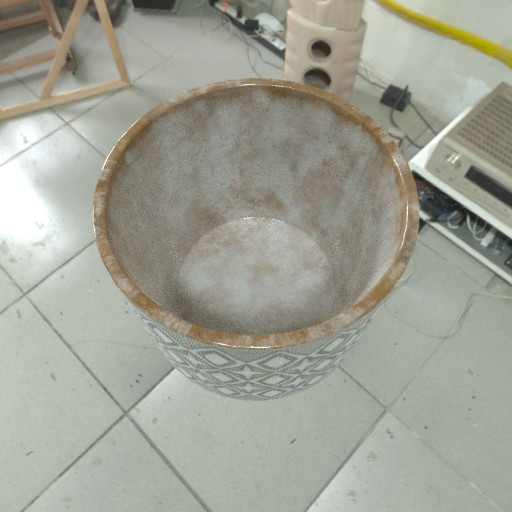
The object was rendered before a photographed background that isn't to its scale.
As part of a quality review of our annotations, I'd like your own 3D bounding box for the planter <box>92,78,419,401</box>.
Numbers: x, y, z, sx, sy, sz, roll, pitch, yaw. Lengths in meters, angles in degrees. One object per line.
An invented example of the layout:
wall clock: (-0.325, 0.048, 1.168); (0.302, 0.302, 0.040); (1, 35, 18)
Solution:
planter: (0.000, 0.000, 0.447); (0.255, 0.223, 0.255); (0, 62, 0)
